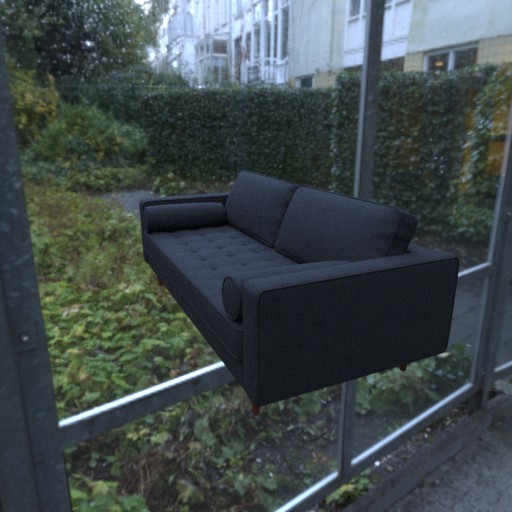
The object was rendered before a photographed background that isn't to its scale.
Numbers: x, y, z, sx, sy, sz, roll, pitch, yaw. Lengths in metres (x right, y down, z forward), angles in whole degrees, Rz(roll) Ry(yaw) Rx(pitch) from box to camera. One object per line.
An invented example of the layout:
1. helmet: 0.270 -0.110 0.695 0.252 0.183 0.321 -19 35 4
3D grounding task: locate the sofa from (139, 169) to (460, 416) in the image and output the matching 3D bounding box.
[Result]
1. sofa: 0.000 0.000 2.414 0.914 0.759 1.875 -8 19 -24
